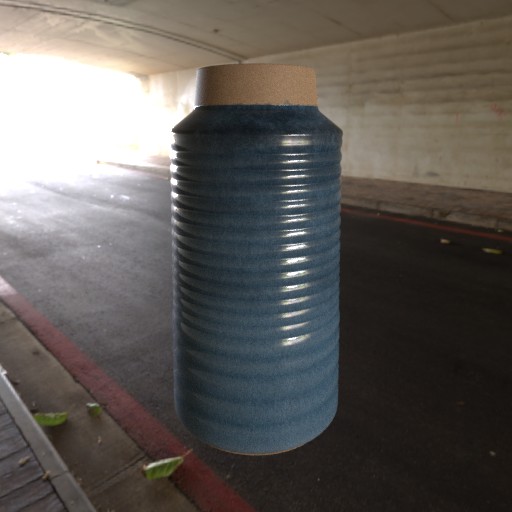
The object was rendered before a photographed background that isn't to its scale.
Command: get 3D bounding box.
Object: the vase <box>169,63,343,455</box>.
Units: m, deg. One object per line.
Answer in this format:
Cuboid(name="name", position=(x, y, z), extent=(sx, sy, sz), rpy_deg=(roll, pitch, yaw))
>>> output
Cuboid(name="vase", position=(0.000, 0.000, 0.407), extent=(0.163, 0.316, 0.163), rpy_deg=(0, 17, 0))
